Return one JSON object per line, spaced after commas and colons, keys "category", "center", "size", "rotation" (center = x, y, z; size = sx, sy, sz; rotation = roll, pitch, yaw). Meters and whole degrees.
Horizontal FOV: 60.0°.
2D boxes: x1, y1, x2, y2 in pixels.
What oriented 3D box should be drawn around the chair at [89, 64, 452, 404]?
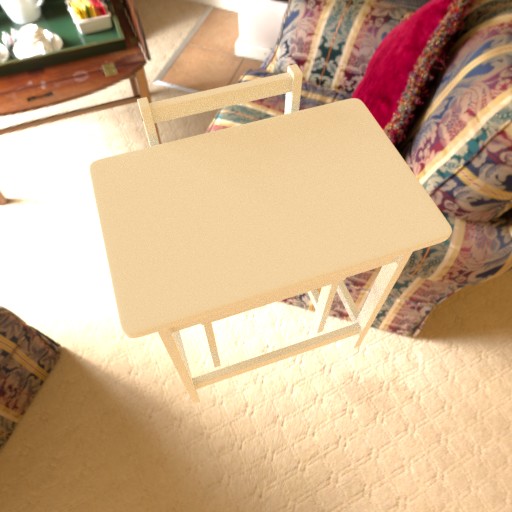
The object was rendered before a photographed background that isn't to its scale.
{"category": "chair", "center": [0.000, 0.000, 1.084], "size": [0.599, 0.673, 0.461], "rotation": [-17, 60, -10]}
